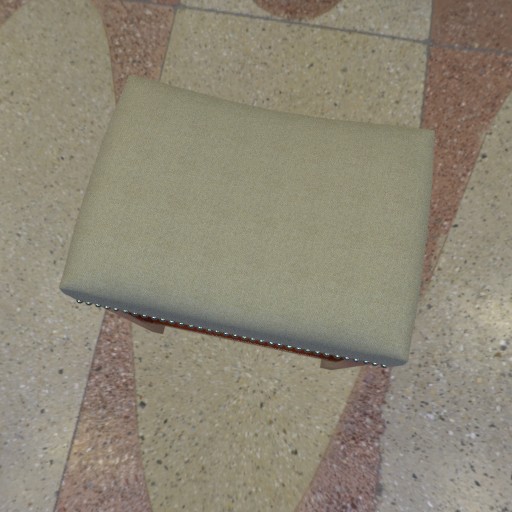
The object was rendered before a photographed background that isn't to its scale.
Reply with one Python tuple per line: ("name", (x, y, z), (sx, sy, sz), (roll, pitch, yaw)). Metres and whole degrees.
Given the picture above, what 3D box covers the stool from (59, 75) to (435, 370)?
("stool", (0.000, 0.000, 0.931), (0.509, 0.632, 0.375), (11, 75, 3))
